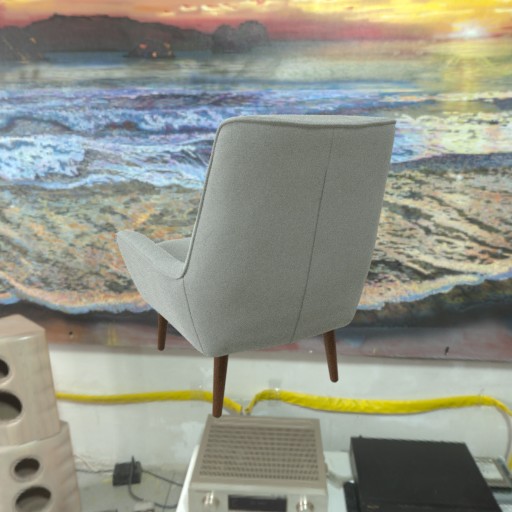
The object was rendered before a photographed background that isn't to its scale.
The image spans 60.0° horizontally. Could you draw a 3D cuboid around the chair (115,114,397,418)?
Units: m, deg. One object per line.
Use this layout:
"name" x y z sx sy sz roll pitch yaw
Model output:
"chair" 0.000 0.000 1.491 0.787 0.888 0.822 -8 18 -26
